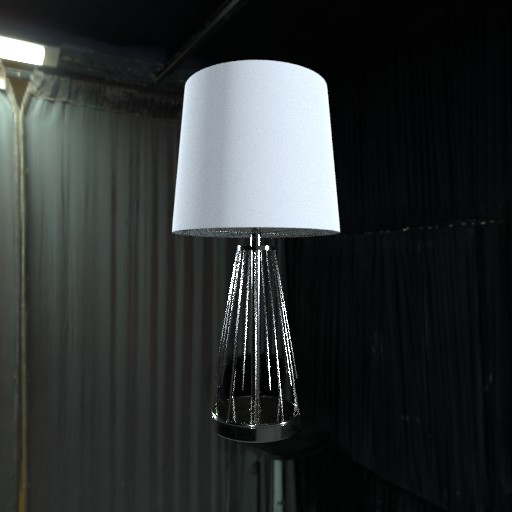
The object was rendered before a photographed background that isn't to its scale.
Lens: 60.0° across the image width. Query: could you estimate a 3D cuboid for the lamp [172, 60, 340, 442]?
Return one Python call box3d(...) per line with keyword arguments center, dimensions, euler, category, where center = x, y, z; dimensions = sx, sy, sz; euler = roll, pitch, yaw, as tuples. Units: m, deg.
box3d(center=(0.000, 0.000, 0.814), dimensions=(0.303, 0.618, 0.303), euler=(0, -1, 0), category="lamp")
